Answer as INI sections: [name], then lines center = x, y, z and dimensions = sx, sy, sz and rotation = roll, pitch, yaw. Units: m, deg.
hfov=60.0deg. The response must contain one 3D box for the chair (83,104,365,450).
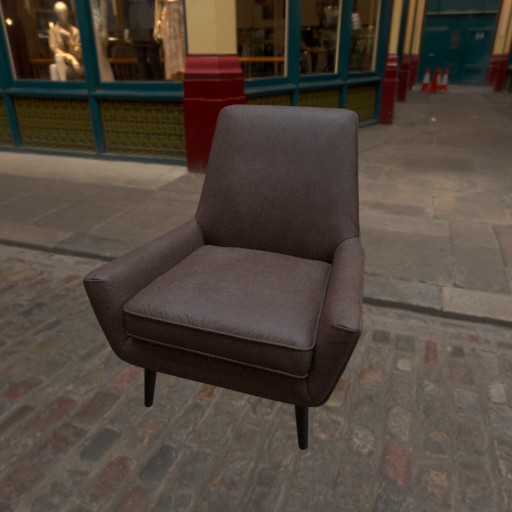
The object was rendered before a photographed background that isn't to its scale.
[chair]
center = 0.000, 0.000, 1.491
dimensions = 0.787, 0.888, 0.824
rotation = 8, 27, 17
